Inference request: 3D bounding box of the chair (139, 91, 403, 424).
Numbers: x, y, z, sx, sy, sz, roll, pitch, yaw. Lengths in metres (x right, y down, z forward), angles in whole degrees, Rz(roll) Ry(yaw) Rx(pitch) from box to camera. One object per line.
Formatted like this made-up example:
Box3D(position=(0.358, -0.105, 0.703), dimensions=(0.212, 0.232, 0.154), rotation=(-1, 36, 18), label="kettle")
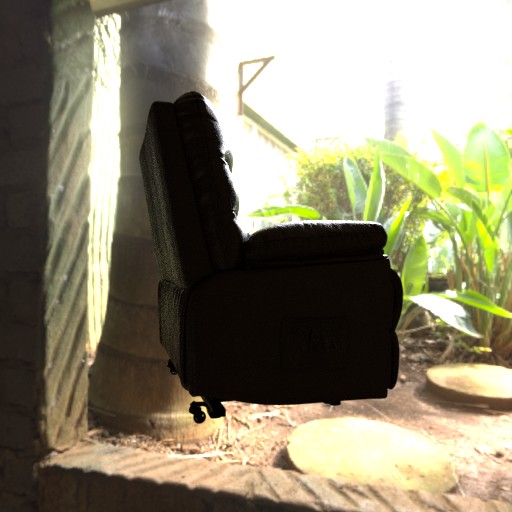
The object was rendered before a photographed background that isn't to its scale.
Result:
Box3D(position=(0.000, 0.000, 1.778), dimensions=(0.879, 1.041, 0.940), rotation=(0, 0, -18), label="chair")
